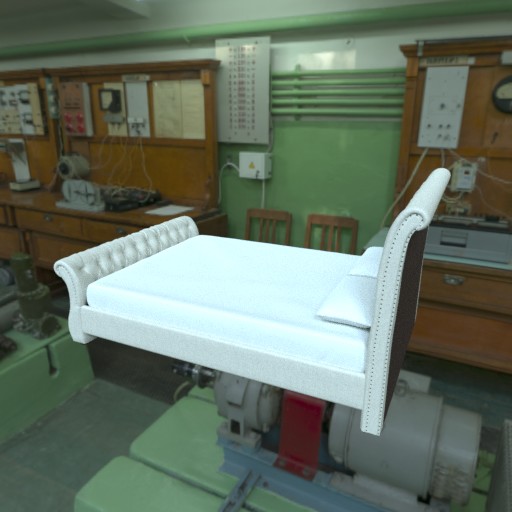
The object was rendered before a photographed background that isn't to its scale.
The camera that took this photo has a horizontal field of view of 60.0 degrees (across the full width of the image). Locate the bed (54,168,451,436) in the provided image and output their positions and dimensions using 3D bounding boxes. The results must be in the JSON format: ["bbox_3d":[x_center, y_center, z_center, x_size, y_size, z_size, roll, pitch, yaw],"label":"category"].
[{"bbox_3d":[0.000,0.000,3.353,2.493,1.268,1.606,9,20,24],"label":"bed"}]
